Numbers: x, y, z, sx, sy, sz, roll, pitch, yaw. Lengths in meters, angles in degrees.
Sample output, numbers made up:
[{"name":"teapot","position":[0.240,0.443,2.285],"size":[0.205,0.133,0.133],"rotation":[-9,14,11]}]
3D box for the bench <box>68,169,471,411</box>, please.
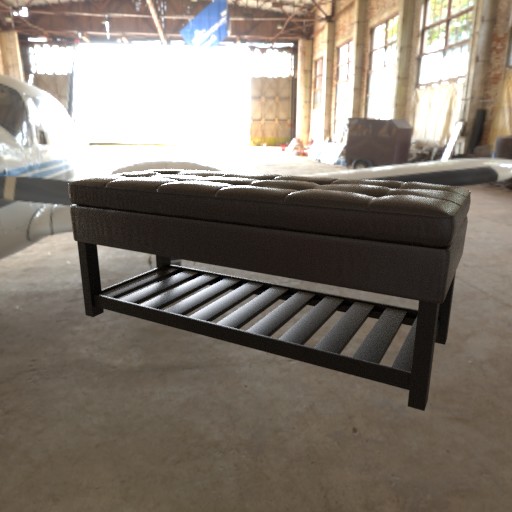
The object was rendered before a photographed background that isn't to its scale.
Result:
[{"name":"bench","position":[0.000,0.000,1.333],"size":[1.105,0.460,0.432],"rotation":[9,18,28]}]
